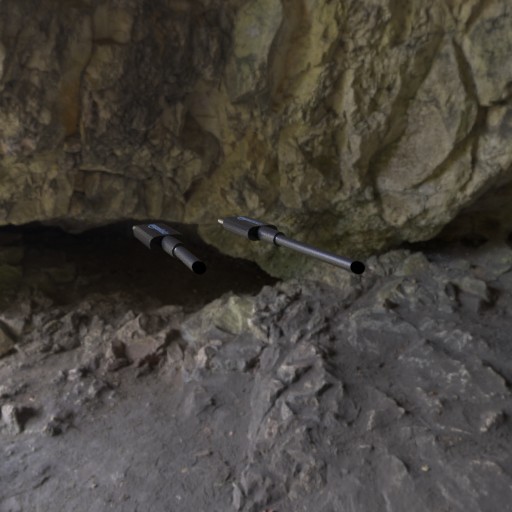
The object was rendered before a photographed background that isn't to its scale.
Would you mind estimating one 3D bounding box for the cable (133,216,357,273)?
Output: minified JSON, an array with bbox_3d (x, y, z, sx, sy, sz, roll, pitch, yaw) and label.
[{"bbox_3d":[0.000,0.000,0.110,0.041,0.005,0.098,-8,17,-27],"label":"cable"}]
